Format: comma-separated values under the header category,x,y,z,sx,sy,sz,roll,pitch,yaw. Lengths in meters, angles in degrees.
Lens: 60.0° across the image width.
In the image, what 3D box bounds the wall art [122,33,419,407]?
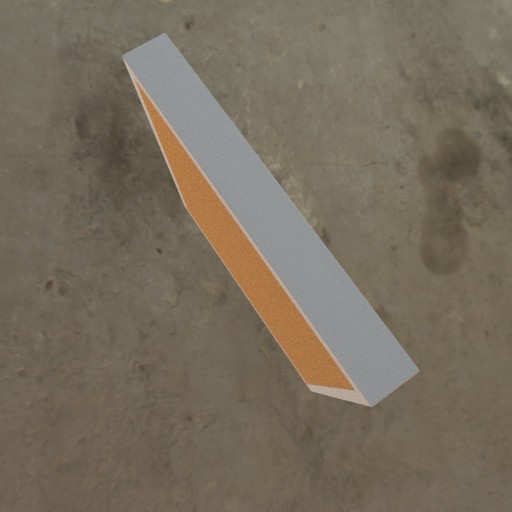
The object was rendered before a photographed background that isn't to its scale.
category,x,y,z,sx,sy,sz,roll,pitch,yaw
wall art,0.000,0.000,0.451,0.038,0.305,0.305,-33,77,-9
